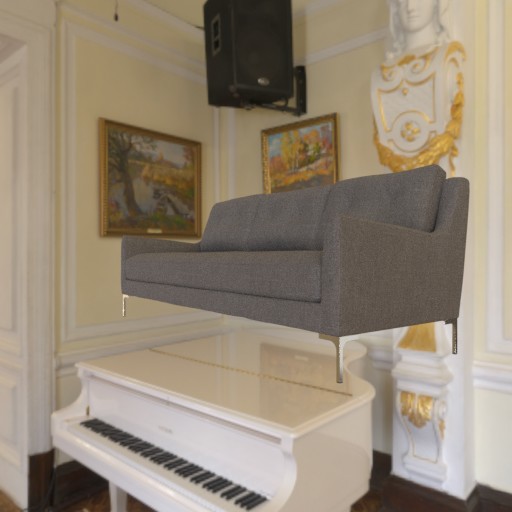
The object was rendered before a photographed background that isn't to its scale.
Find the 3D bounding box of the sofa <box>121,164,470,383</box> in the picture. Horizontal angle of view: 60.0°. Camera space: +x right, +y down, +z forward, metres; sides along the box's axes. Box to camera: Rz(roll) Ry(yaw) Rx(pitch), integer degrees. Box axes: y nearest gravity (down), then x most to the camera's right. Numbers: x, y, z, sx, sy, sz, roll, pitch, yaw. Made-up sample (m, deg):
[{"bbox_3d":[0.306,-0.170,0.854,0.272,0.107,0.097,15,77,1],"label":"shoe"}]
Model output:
[{"bbox_3d":[0.000,0.000,2.512,0.849,0.837,2.060,0,0,-37],"label":"sofa"}]
